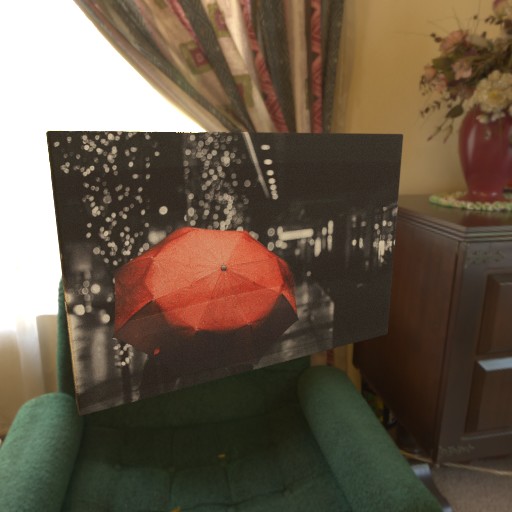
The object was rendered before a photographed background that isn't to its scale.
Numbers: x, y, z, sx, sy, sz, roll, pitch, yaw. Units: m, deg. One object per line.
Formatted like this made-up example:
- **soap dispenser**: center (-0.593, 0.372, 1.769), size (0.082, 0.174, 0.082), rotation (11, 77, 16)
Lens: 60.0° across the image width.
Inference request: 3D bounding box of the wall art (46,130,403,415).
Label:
- **wall art**: center (0.000, 0.000, 0.757), size (0.609, 0.406, 0.037), rotation (-8, 16, -27)
